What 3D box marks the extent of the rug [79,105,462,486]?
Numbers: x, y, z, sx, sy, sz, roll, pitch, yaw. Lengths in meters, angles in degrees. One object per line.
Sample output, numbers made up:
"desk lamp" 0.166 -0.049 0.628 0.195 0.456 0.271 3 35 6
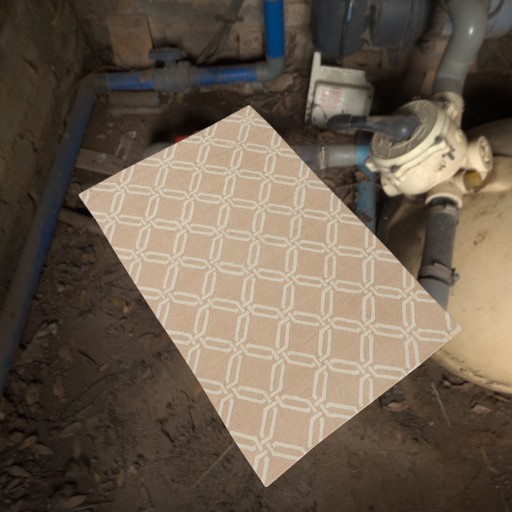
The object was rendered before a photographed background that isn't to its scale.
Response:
"rug" 0.000 0.000 2.238 1.146 0.010 1.745 -32 68 -15
